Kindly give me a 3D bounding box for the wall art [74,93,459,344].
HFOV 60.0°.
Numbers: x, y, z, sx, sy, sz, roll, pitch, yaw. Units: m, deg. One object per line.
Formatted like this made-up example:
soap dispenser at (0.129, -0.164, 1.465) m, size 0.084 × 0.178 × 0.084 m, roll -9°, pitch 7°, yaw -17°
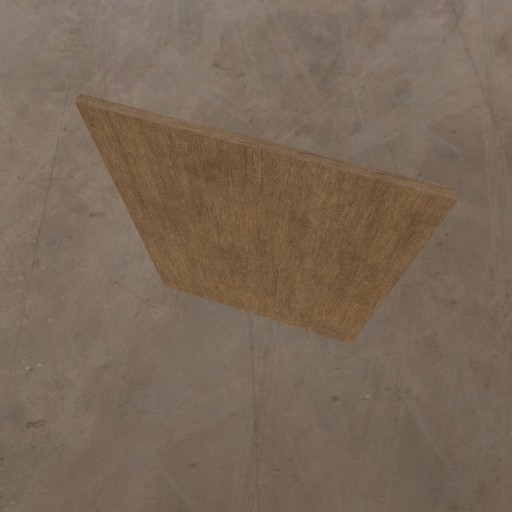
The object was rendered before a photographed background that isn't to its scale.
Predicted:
wall art at (0.000, 0.000, 0.901) m, size 0.534 × 0.686 × 0.018 m, roll 16°, pitch 65°, yaw 8°
